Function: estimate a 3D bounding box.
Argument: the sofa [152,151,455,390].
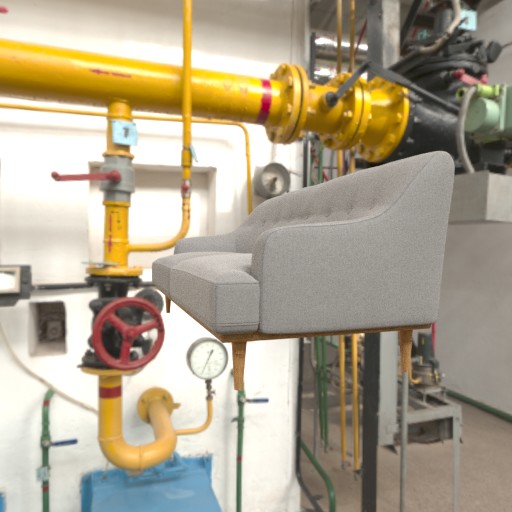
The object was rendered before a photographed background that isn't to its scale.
[{"bbox_3d":[0.000,0.000,2.501,0.978,0.871,2.057,0,1,-19],"label":"sofa"}]
